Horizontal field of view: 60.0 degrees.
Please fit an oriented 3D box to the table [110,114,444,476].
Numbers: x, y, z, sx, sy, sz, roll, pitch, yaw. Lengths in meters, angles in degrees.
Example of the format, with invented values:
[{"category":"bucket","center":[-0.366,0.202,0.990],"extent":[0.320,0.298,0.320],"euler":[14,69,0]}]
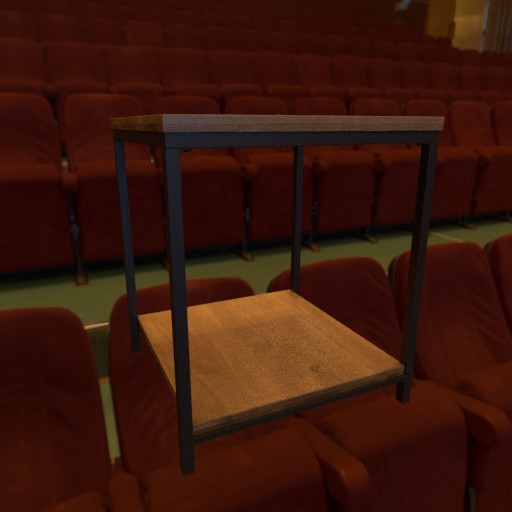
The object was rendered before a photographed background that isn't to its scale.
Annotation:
[{"category":"table","center":[0.000,0.000,0.990],"extent":[0.507,0.589,0.503],"euler":[-8,18,-24]}]
